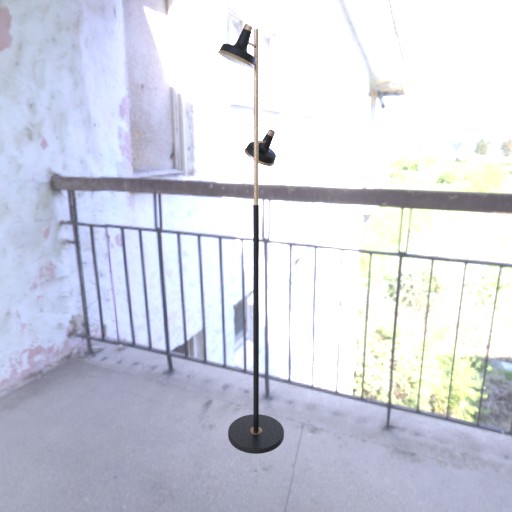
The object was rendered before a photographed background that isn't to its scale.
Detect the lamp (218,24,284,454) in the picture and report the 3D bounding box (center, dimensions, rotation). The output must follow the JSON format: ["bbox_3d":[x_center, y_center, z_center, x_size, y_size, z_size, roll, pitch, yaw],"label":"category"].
[{"bbox_3d":[0.000,0.000,1.793,0.253,1.674,0.351,7,16,25],"label":"lamp"}]
